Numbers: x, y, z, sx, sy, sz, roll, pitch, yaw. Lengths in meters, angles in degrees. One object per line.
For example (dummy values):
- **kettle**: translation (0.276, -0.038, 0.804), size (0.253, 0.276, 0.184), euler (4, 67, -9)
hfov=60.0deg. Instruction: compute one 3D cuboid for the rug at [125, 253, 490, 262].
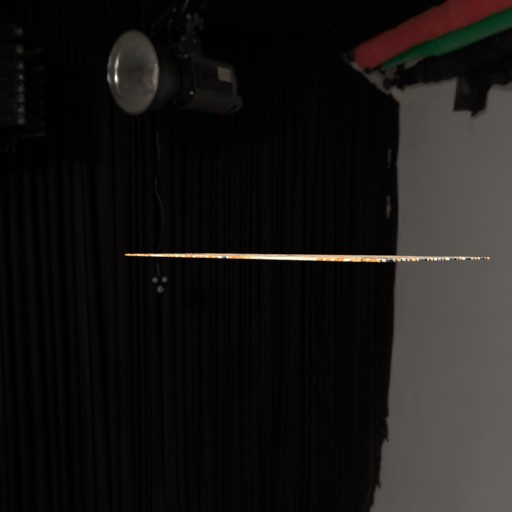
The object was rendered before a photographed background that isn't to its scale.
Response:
- **rug**: translation (0.000, 0.000, 2.683), size (0.783, 0.010, 2.437), euler (-1, 1, -37)
